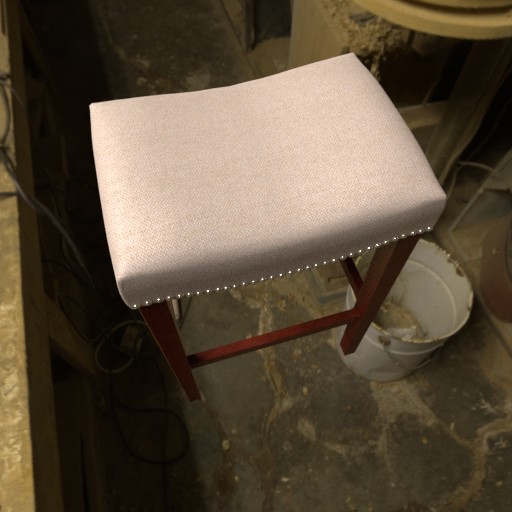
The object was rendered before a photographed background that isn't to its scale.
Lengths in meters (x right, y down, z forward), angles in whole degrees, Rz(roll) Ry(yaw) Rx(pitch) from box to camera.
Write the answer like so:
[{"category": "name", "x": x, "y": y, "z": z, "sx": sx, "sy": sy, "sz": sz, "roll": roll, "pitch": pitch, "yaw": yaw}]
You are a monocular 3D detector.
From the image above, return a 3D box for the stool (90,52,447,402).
[{"category": "stool", "x": 0.000, "y": 0.000, "z": 1.002, "sx": 0.504, "sy": 0.742, "sz": 0.372, "roll": -14, "pitch": 61, "yaw": -8}]
